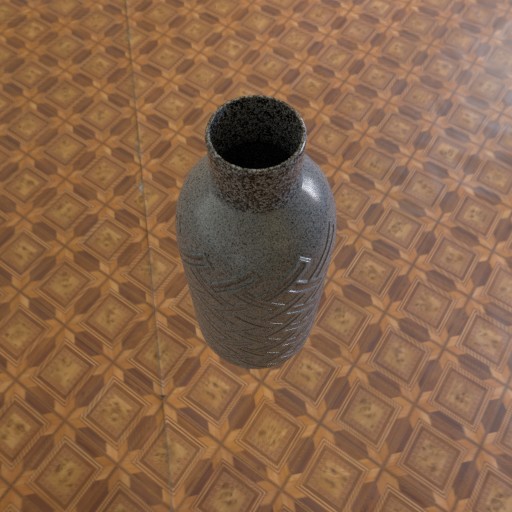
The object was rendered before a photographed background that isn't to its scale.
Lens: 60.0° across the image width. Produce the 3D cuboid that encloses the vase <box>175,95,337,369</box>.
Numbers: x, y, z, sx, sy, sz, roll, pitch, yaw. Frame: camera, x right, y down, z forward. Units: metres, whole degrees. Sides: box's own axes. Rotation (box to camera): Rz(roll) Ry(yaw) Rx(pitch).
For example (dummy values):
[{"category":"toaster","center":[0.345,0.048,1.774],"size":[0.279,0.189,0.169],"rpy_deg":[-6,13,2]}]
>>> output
[{"category":"vase","center":[0.000,0.000,0.347],"size":[0.122,0.282,0.122],"rpy_deg":[0,64,0]}]
